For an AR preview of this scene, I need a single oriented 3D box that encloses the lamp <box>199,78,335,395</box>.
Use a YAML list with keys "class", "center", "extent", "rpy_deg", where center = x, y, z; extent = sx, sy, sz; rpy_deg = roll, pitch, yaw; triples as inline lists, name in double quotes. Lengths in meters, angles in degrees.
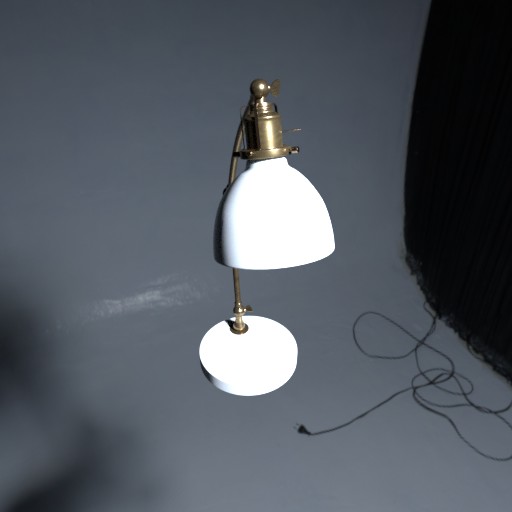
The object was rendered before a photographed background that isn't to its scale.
- class: "lamp"
  center: [0.000, 0.000, 0.678]
  extent: [0.186, 0.522, 0.317]
  rpy_deg: [-10, 34, -15]
